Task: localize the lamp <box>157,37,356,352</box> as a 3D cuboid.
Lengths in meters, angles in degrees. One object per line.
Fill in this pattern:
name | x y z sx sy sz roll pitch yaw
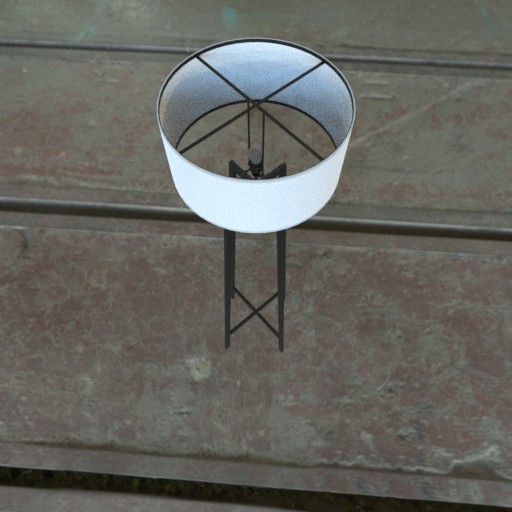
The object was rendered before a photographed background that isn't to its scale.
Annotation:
lamp | 0.000 0.000 1.690 0.456 1.510 0.457 -38 68 -18
